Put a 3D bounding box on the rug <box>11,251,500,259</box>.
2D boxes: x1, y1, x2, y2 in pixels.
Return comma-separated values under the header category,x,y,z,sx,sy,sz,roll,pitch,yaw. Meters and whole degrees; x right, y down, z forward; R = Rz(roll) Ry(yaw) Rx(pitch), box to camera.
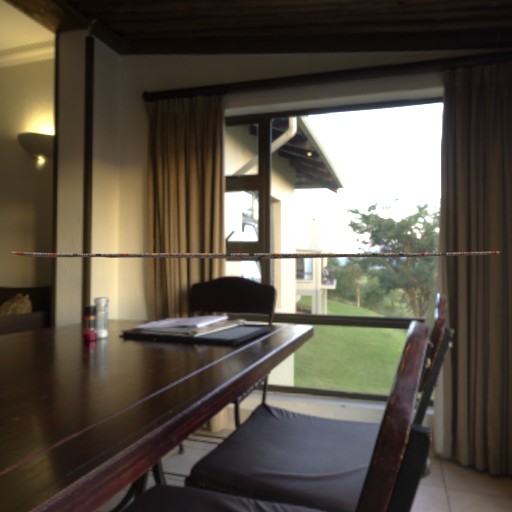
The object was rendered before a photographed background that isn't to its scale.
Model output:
category,x,y,z,sx,sy,sz,roll,pitch,yaw
rug,0.000,0.000,2.968,2.439,0.029,1.537,0,-1,0
